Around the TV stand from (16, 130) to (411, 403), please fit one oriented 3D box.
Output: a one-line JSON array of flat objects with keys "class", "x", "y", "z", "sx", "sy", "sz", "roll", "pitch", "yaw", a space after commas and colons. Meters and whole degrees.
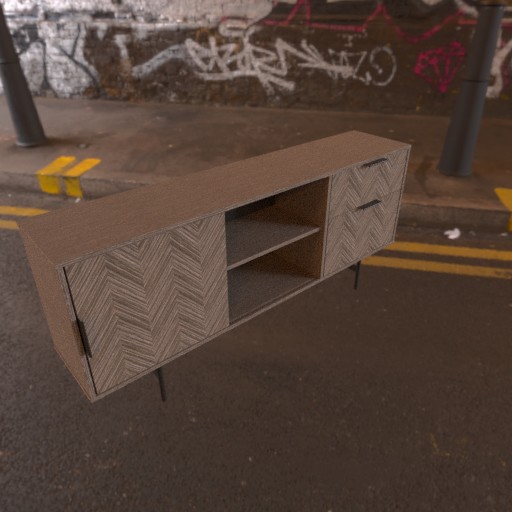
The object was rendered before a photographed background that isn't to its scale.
[{"class": "TV stand", "x": 0.000, "y": 0.000, "z": 2.079, "sx": 1.804, "sy": 0.787, "sz": 0.405, "roll": -23, "pitch": 38, "yaw": -34}]
